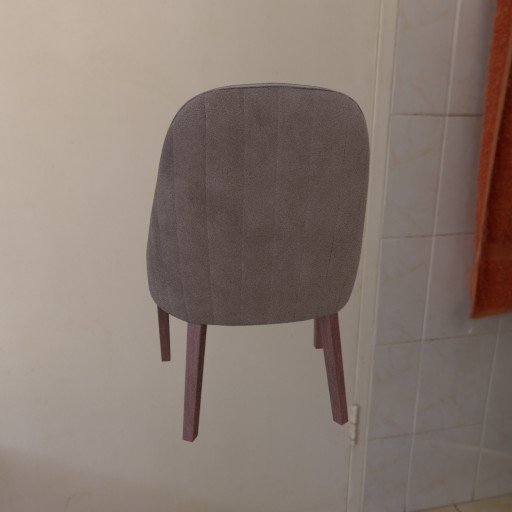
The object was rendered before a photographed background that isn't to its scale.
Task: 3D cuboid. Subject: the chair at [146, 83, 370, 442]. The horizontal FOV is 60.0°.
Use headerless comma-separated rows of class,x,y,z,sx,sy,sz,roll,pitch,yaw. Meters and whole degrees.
chair,0.000,0.000,1.287,0.643,0.889,0.575,-3,16,-9
